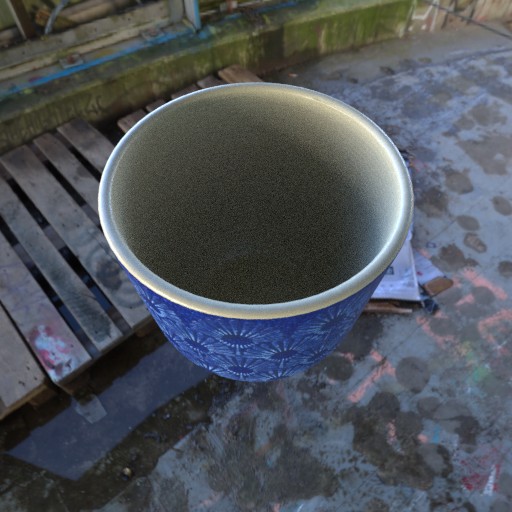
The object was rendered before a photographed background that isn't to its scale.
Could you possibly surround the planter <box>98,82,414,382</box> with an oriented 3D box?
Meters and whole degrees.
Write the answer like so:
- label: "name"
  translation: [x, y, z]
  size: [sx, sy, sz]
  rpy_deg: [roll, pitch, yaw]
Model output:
- label: "planter"
  translation: [0.000, 0.000, 0.372]
  size: [0.206, 0.190, 0.206]
  rpy_deg: [0, 56, 0]
